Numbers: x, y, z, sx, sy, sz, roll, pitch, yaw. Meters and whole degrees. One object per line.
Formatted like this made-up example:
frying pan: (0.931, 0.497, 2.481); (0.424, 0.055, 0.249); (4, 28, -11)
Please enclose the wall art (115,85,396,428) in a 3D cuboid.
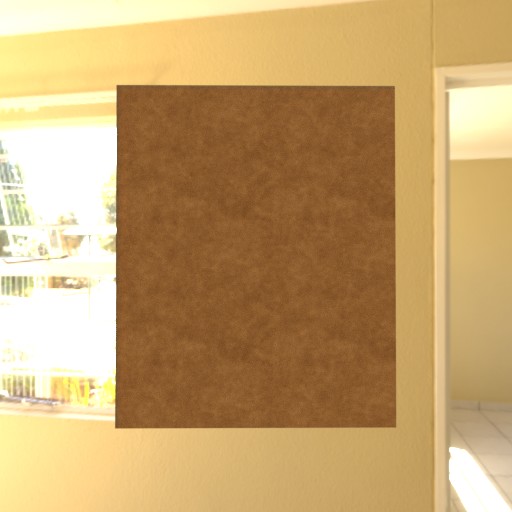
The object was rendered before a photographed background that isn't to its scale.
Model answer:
wall art: (0.000, 0.000, 0.735); (0.453, 0.554, 0.037); (0, -1, -1)
